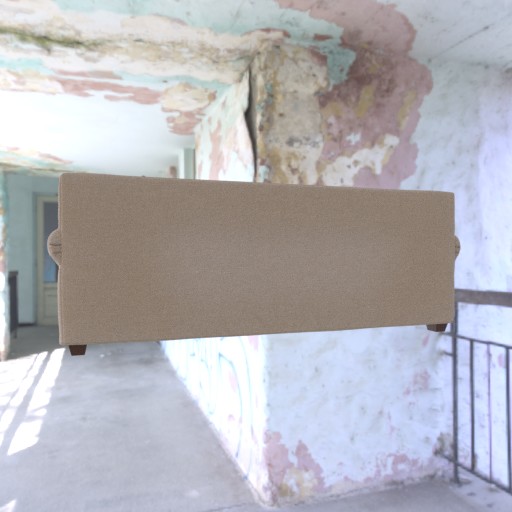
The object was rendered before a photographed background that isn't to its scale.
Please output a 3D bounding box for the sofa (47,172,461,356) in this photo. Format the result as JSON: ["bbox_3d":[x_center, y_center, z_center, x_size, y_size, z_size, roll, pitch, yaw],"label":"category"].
[{"bbox_3d":[0.000,0.000,2.787,2.285,0.904,1.067,0,0,-18],"label":"sofa"}]
